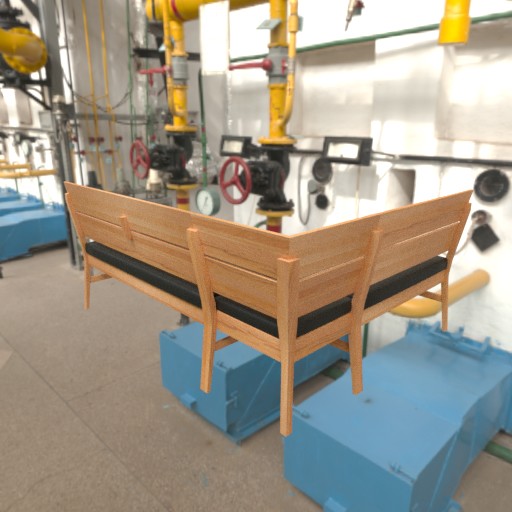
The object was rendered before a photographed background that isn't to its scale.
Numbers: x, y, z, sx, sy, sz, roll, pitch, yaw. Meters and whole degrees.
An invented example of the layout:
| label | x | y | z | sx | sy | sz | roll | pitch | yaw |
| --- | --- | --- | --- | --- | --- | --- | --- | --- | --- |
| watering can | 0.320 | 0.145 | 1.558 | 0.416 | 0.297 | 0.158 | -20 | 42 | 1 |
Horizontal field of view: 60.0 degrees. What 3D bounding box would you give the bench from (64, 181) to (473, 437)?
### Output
| label | x | y | z | sx | sy | sz | roll | pitch | yaw |
| --- | --- | --- | --- | --- | --- | --- | --- | --- | --- |
| bench | 0.000 | 0.000 | 2.798 | 1.548 | 0.890 | 1.948 | -16 | 23 | -41 |
